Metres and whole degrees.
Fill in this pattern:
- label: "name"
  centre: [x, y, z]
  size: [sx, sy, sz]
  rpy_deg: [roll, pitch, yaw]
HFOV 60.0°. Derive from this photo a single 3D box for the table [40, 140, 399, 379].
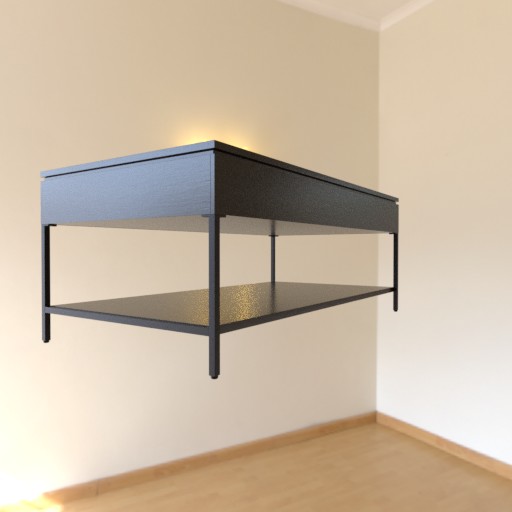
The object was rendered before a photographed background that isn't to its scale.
- label: "table"
  centre: [0.000, 0.000, 1.413]
  size: [0.574, 0.435, 1.095]
  rpy_deg: [1, 1, 35]
